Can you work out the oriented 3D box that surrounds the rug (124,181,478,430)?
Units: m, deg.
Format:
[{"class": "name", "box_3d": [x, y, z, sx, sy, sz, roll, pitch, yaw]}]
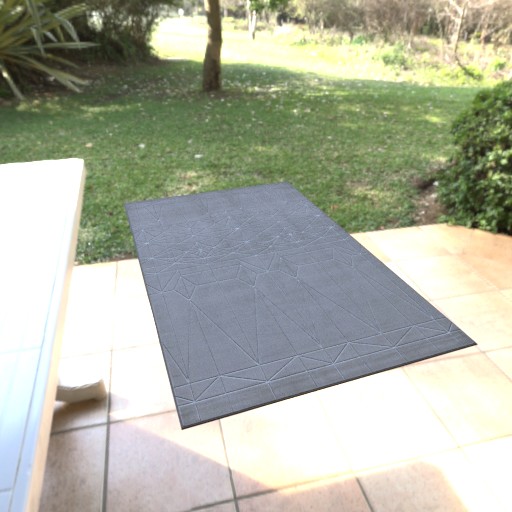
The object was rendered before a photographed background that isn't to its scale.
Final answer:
[{"class": "rug", "box_3d": [0.000, 0.000, 3.024, 1.524, 0.012, 2.438, -10, 32, -17]}]
